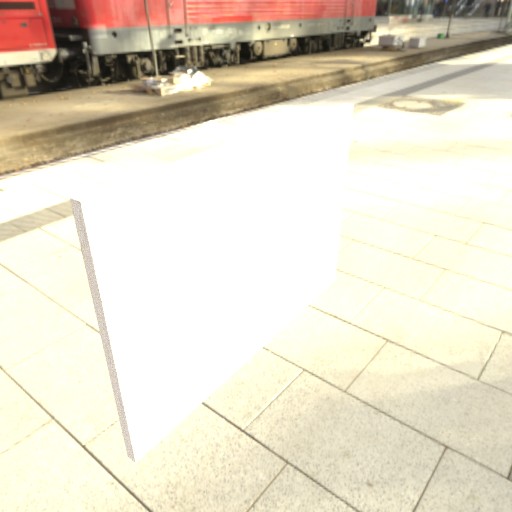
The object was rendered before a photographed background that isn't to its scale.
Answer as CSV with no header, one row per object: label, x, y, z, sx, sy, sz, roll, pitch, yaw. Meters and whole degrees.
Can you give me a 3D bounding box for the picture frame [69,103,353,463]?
picture frame,0.000,0.000,1.187,0.029,0.640,0.950,20,36,31
